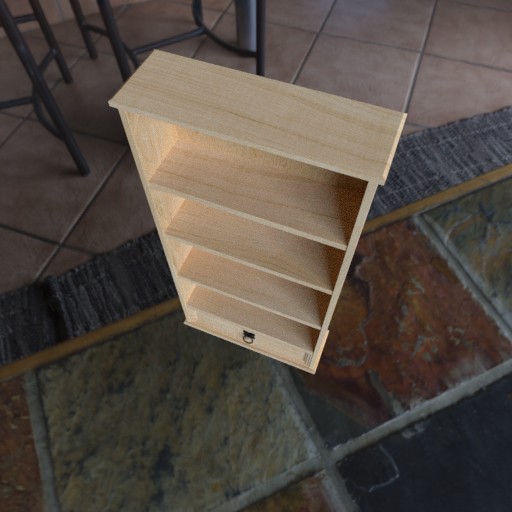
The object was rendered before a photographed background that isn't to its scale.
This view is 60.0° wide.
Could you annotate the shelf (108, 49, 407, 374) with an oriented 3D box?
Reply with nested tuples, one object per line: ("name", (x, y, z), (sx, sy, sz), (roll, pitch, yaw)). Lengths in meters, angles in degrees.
("shelf", (0.000, 0.000, 1.243), (0.520, 1.030, 0.175), (19, 60, 11))
